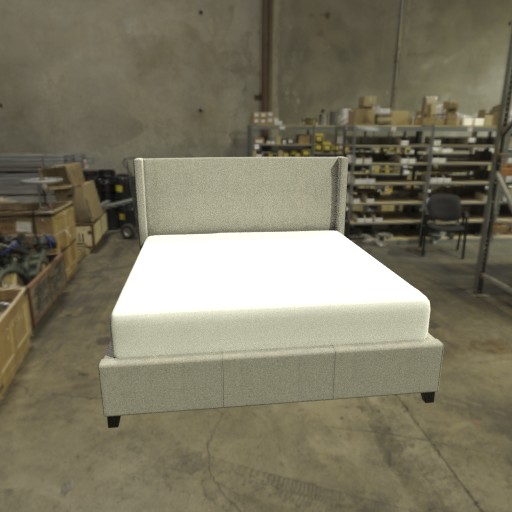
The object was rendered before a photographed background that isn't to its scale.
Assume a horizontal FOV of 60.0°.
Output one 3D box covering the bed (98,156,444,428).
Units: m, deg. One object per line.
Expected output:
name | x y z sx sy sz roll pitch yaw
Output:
bed | 0.000 0.000 3.678 2.140 1.470 2.280 -2 16 -7
